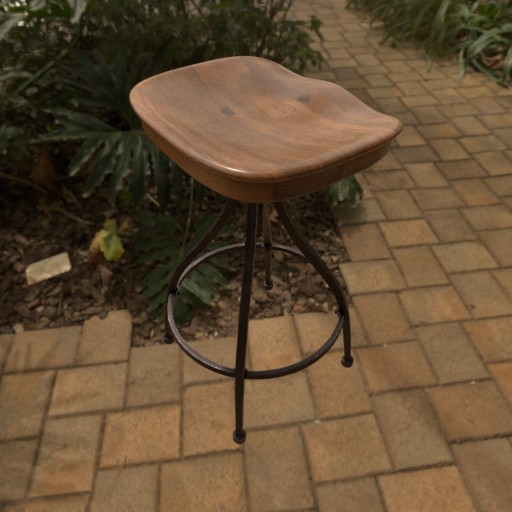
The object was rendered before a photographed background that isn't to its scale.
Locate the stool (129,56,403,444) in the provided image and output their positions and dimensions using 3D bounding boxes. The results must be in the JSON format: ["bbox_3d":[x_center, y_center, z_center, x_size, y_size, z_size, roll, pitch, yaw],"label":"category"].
[{"bbox_3d":[0.000,0.000,0.966,0.424,0.694,0.432,-26,48,-26],"label":"stool"}]
